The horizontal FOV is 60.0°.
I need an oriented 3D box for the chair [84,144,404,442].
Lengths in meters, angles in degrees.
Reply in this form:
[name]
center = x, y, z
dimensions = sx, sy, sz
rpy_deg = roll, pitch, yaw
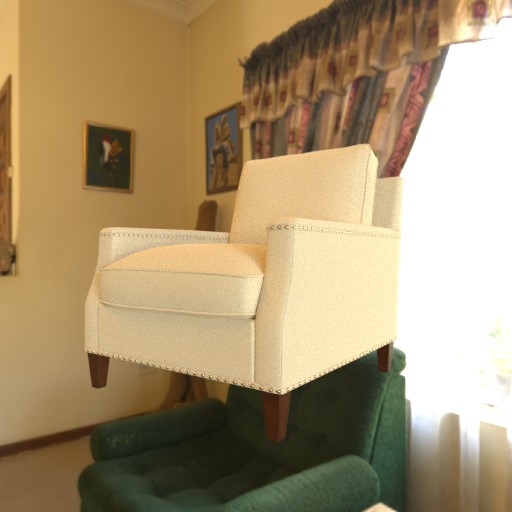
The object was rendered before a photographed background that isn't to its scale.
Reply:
[chair]
center = 0.000, 0.000, 1.733
dimensions = 0.853, 0.943, 1.014
rpy_deg = 0, 0, 36
